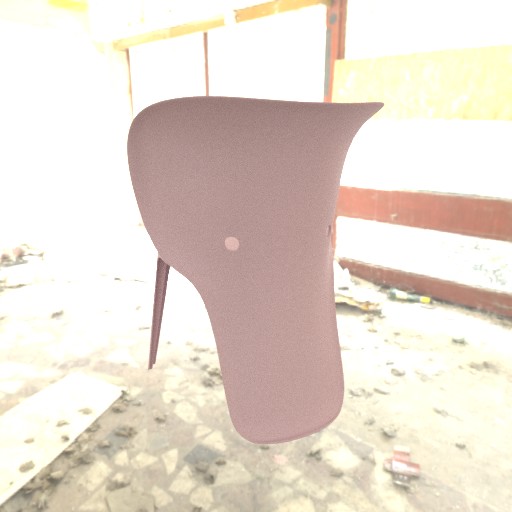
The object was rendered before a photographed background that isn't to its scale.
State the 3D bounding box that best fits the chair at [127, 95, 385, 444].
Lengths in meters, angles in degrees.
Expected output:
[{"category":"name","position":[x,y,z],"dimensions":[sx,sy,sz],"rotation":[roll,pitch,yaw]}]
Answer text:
[{"category":"chair","position":[0.000,0.000,0.855],"dimensions":[0.451,0.554,0.402],"rotation":[-8,18,-26]}]
